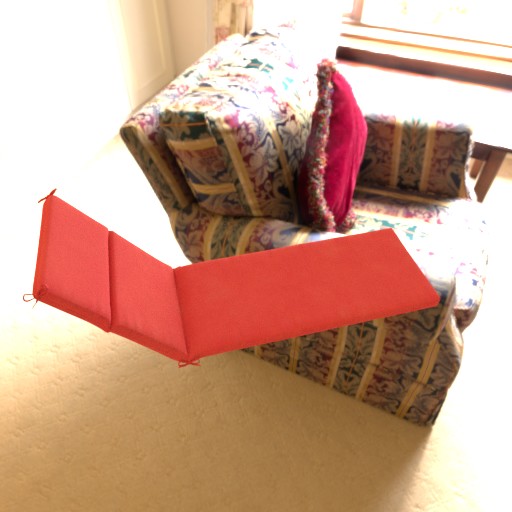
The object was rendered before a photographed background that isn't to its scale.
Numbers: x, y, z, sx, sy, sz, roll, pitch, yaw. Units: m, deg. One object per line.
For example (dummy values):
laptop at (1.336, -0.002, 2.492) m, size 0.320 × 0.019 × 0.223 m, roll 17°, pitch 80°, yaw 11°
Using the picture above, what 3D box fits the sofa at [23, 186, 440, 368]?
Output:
sofa at (0.000, 0.000, 1.922) m, size 1.663 × 0.622 × 0.582 m, roll -10°, pitch 47°, yaw -10°
